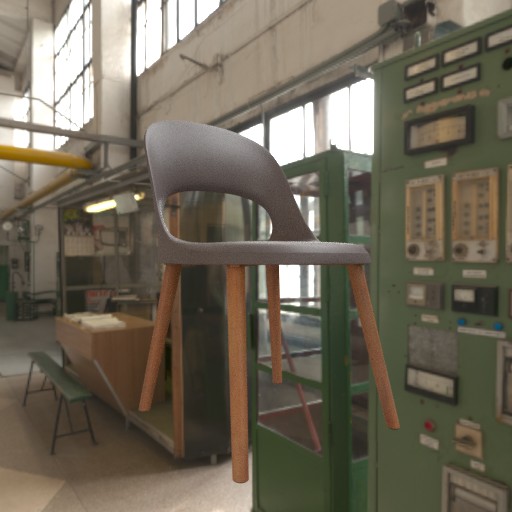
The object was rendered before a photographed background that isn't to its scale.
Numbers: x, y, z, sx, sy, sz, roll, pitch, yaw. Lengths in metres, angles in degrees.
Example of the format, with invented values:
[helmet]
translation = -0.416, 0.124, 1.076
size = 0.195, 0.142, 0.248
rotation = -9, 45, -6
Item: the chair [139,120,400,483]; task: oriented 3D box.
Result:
[chair]
translation = 0.000, 0.000, 1.108
size = 0.470, 0.794, 0.556
rotation = 0, 0, -35
